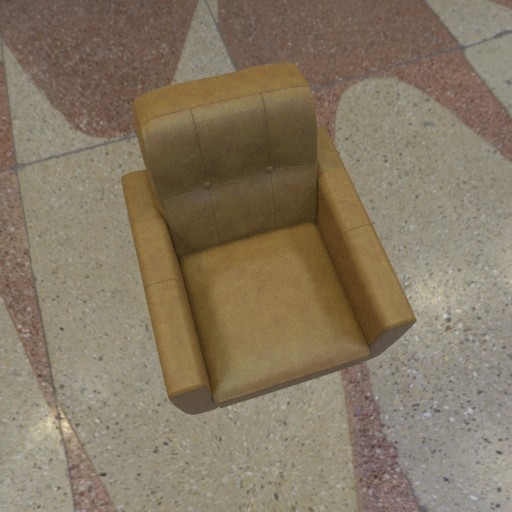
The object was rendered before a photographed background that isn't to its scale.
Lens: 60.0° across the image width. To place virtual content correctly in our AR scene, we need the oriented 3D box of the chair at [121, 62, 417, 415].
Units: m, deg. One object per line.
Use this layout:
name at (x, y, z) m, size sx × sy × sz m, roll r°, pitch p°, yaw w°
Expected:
chair at (0.000, 0.000, 1.693) m, size 0.845 × 0.968 × 0.942 m, roll -15°, pitch 65°, yaw -7°
